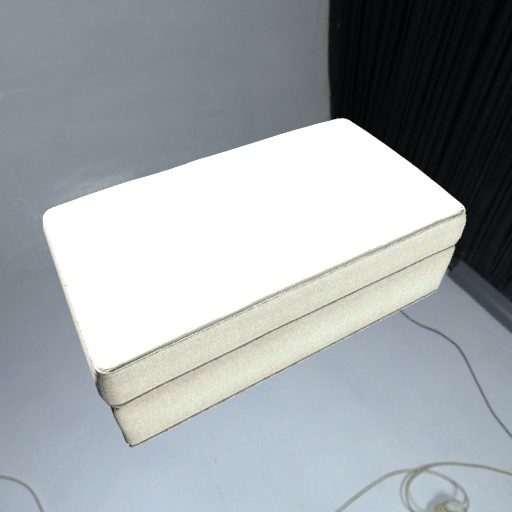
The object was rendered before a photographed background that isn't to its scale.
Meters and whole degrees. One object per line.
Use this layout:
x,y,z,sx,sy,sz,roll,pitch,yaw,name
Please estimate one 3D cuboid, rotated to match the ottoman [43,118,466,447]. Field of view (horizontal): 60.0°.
0.000,0.000,1.390,1.097,0.448,0.617,-22,51,-19,ottoman
